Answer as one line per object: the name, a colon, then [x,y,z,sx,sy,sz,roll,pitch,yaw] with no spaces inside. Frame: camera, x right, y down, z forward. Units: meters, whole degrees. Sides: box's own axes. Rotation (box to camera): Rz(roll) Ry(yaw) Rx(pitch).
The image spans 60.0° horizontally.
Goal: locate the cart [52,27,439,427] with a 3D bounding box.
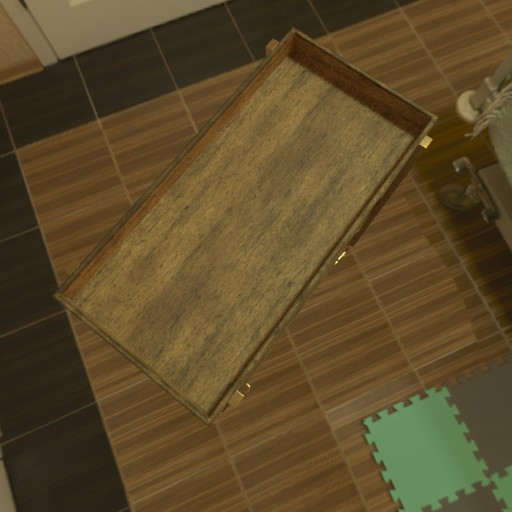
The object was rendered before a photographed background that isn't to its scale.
cart: [0.000,0.000,1.243,0.416,0.799,0.750,36,78,9]
